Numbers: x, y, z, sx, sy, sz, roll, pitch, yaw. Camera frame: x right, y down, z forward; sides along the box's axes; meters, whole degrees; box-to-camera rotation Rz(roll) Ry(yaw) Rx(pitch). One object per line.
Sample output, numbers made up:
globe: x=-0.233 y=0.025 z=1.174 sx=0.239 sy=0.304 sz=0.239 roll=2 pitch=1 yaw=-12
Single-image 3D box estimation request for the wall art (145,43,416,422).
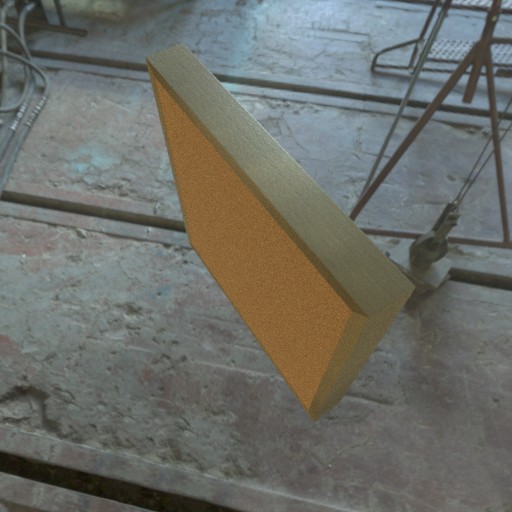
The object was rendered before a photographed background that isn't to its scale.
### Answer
wall art: x=0.000 y=0.000 z=0.467 sx=0.038 sy=0.305 sz=0.304 roll=-29 pitch=63 yaw=-17
